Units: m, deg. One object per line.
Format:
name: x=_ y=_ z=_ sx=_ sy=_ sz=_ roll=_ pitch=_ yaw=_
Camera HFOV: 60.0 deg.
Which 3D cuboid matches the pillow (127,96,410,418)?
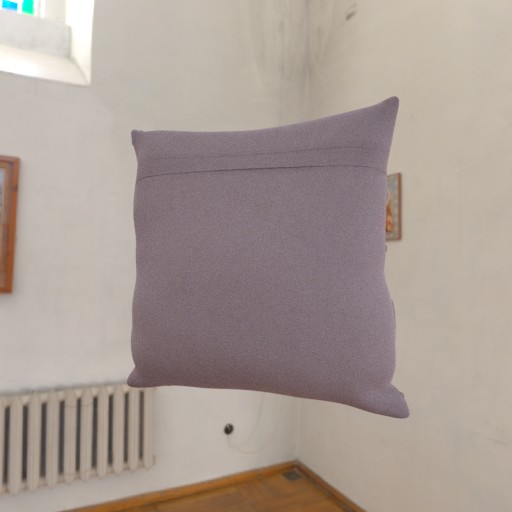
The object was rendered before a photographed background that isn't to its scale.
pillow: x=0.000 y=0.000 z=0.675 sx=0.439 sy=0.440 sz=0.185 roll=0 pitch=-1 yaw=18
